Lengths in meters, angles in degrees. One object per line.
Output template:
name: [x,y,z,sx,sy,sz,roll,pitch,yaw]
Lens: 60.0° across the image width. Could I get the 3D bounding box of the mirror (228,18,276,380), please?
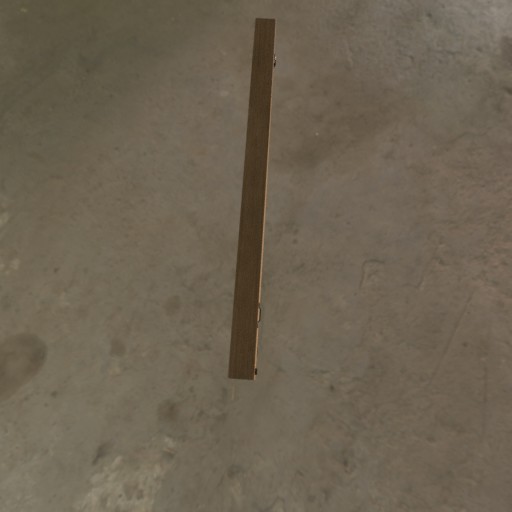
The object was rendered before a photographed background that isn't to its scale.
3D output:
mirror: [0.000,0.000,1.134,0.041,0.915,0.609,3,75,1]
